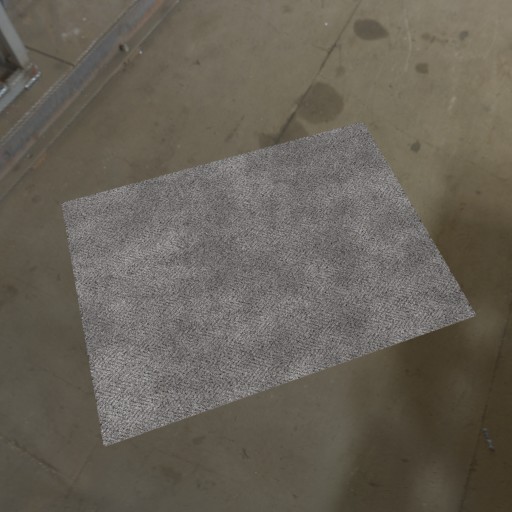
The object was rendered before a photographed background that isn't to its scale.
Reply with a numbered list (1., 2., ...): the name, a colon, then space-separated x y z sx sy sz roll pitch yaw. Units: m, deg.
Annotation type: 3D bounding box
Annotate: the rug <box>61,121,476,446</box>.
1. rug: 0.000 0.000 2.822 2.235 0.008 1.600 -17 65 -8
